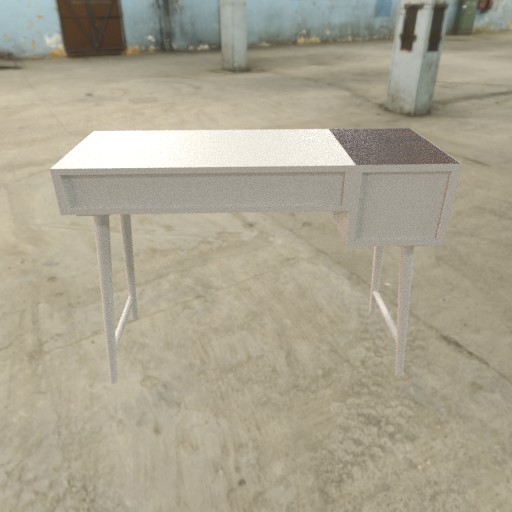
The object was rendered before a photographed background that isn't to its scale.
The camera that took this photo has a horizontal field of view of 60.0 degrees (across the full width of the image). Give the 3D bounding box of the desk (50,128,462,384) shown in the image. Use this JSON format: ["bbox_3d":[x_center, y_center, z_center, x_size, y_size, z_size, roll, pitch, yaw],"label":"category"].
[{"bbox_3d":[0.000,0.000,1.513,1.069,0.761,0.409,-1,29,-2],"label":"desk"}]
